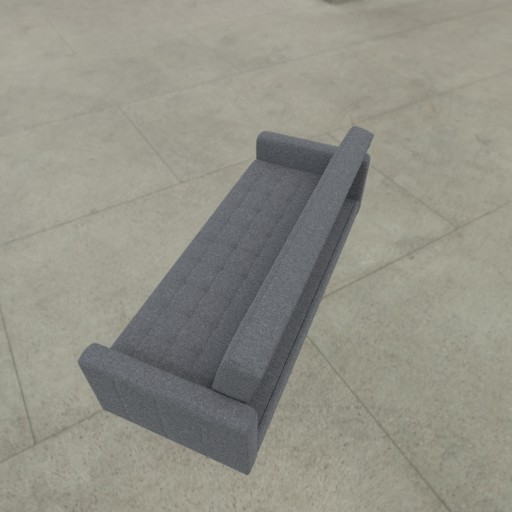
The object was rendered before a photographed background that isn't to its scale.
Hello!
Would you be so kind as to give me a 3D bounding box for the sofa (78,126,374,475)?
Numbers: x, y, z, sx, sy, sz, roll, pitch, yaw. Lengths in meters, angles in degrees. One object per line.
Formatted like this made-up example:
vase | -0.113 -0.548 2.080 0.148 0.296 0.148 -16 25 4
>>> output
sofa | 0.000 0.000 2.506 0.810 0.850 2.040 17 48 16
